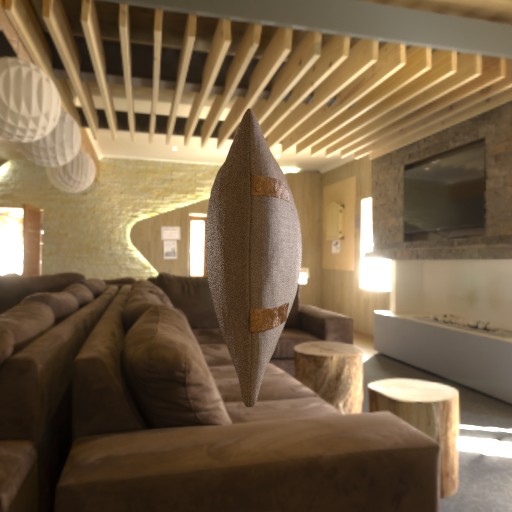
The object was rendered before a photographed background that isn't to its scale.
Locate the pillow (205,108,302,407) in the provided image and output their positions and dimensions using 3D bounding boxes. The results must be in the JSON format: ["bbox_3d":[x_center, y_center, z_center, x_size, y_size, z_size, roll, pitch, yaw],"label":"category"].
[{"bbox_3d":[0.000,0.000,0.746,0.148,0.308,0.612,0,-1,1],"label":"pillow"}]
